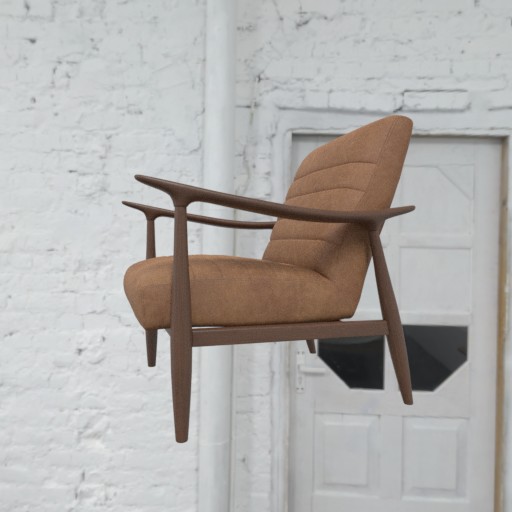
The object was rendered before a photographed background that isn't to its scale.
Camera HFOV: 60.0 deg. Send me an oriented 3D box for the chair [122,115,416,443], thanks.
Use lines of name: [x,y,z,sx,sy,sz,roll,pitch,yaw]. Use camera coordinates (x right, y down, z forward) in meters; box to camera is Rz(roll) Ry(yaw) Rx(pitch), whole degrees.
chair: [0.000,0.000,1.422,0.798,0.832,0.741,-1,2,-19]
